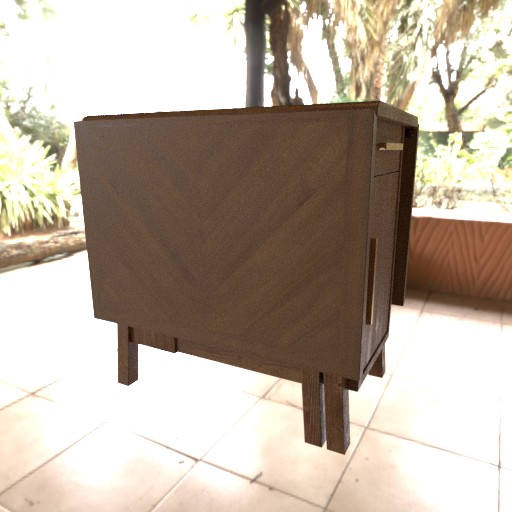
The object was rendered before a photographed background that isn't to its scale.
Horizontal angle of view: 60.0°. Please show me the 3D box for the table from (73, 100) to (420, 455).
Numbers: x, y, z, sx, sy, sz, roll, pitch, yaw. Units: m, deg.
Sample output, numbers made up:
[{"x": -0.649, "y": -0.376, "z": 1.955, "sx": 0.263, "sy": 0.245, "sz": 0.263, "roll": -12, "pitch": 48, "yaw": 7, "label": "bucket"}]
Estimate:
[{"x": 0.000, "y": 0.000, "z": 1.625, "sx": 0.967, "sy": 0.981, "sz": 0.701, "roll": 7, "pitch": 15, "yaw": 27, "label": "table"}]
